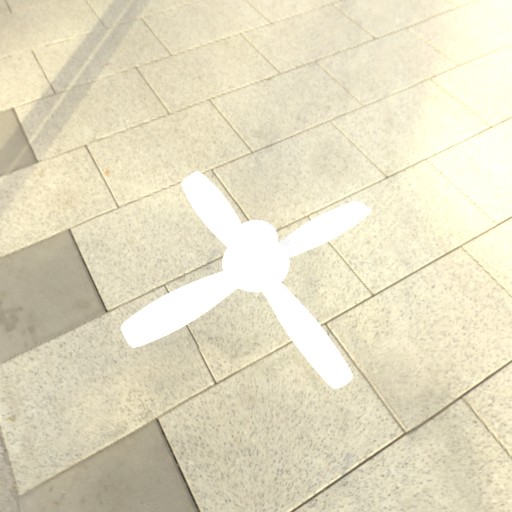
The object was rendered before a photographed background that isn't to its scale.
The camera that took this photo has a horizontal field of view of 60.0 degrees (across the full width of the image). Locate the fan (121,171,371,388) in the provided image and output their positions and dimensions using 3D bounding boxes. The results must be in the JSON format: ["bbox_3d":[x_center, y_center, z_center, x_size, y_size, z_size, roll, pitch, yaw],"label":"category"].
[{"bbox_3d":[0.000,0.000,2.567,1.693,0.382,1.694,-28,62,-17],"label":"fan"}]
